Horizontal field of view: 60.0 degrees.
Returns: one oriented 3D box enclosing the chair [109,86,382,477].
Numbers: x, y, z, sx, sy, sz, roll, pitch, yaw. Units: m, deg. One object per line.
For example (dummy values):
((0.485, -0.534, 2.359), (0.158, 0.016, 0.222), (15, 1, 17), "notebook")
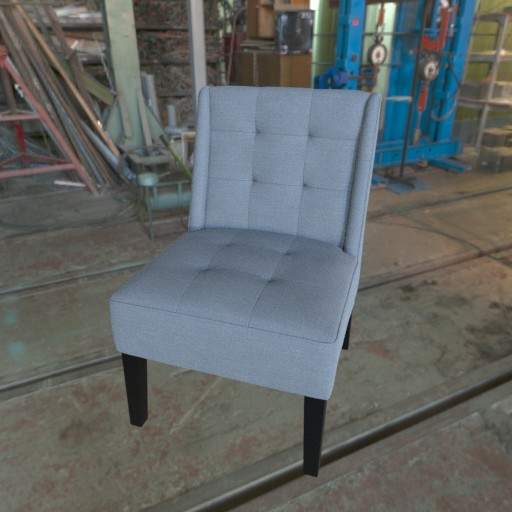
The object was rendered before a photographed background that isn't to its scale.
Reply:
((0.000, 0.000, 1.270), (0.569, 0.853, 0.676), (8, 28, 16), "chair")
